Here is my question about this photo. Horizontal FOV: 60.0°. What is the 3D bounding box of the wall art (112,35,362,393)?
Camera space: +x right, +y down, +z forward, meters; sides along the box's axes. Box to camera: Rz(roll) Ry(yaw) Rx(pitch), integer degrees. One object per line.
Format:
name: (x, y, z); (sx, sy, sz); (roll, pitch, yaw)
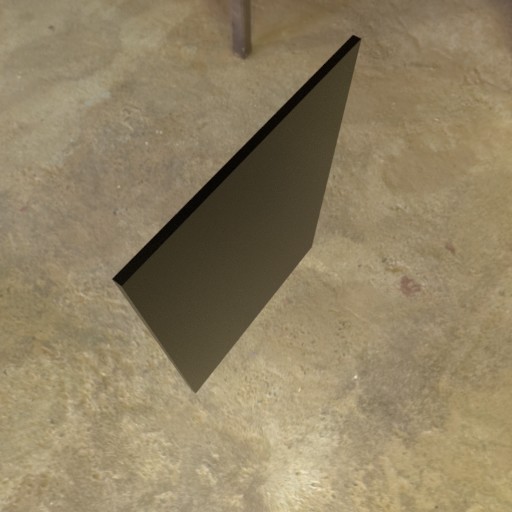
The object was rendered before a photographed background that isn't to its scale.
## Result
wall art: (0.000, 0.000, 0.763); (0.013, 0.582, 0.442); (34, 68, 16)
